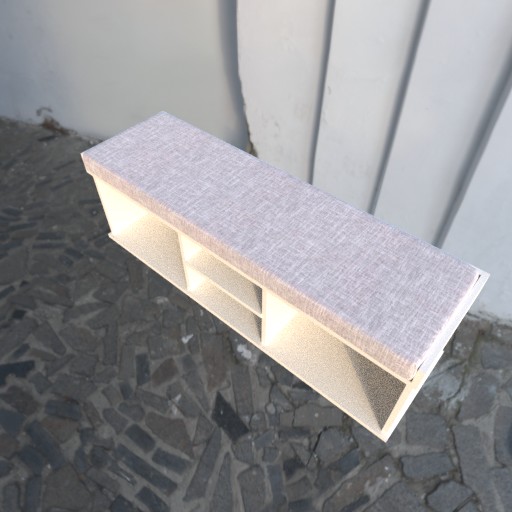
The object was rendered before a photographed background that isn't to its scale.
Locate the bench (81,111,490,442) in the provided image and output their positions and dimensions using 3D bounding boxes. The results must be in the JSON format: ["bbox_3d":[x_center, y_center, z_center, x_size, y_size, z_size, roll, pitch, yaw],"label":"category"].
[{"bbox_3d":[0.000,0.000,1.404,1.196,0.453,0.363,32,55,26],"label":"bench"}]
